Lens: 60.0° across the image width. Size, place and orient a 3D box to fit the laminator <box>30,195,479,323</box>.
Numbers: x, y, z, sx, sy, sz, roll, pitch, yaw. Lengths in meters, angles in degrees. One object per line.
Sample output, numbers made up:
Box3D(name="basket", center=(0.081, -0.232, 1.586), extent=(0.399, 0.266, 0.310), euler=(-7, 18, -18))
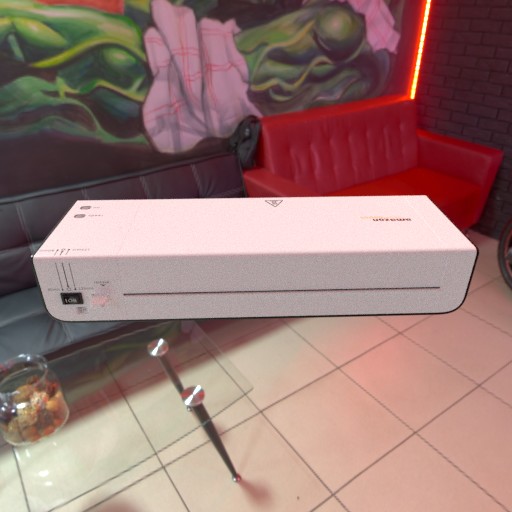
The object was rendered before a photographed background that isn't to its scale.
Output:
Box3D(name="laminator", center=(0.000, 0.000, 0.392), extent=(0.340, 0.062, 0.123), euler=(-1, 30, -2))
